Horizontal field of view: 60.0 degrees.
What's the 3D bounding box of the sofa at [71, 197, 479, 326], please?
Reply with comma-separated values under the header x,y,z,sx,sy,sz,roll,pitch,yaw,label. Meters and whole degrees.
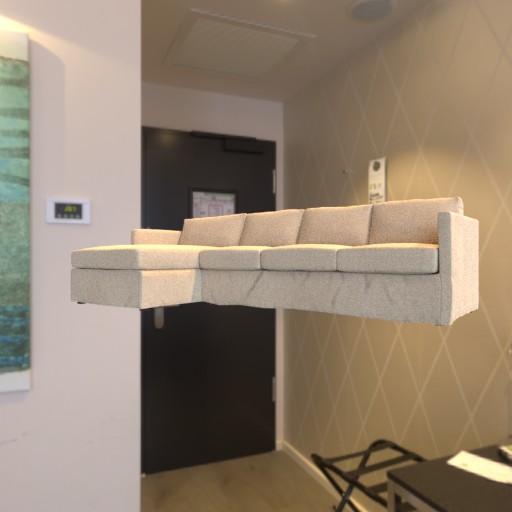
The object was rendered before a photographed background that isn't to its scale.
x,y,z,sx,sy,sz,roll,pitch,yaw,label
0.000,0.000,3.802,3.205,0.922,1.650,0,0,37,sofa
